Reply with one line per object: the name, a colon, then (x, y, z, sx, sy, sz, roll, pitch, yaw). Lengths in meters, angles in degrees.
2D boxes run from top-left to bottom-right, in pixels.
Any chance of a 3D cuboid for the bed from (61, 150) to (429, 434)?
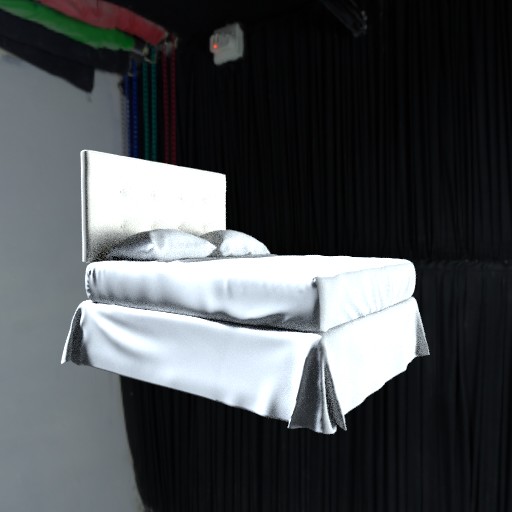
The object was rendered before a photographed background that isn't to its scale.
bed: (0.000, 0.000, 3.393, 2.222, 1.577, 1.936, 2, 3, 35)
